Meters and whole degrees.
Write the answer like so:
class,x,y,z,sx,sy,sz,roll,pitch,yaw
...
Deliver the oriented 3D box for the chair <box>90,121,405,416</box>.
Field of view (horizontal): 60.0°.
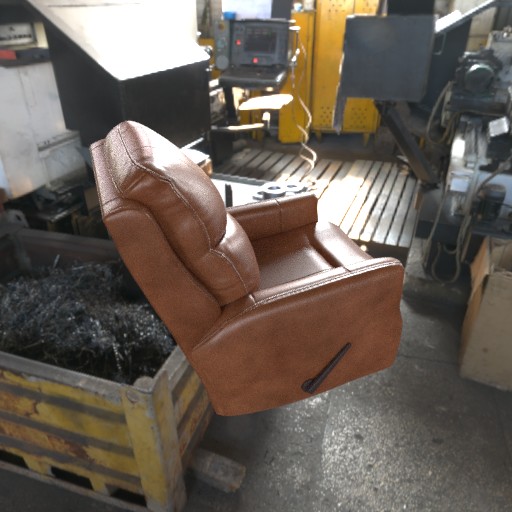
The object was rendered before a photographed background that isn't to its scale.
class,x,y,z,sx,sy,sz,roll,pitch,yaw
chair,0.000,0.000,1.742,1.072,1.016,0.821,-11,33,-18
